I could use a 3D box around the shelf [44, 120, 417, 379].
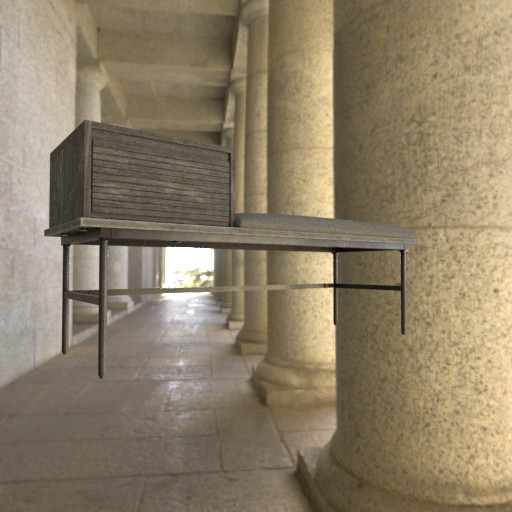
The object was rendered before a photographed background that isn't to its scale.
[{"bbox_3d":[0.000,0.000,1.619,1.342,0.633,0.457,1,-2,-36],"label":"shelf"}]
